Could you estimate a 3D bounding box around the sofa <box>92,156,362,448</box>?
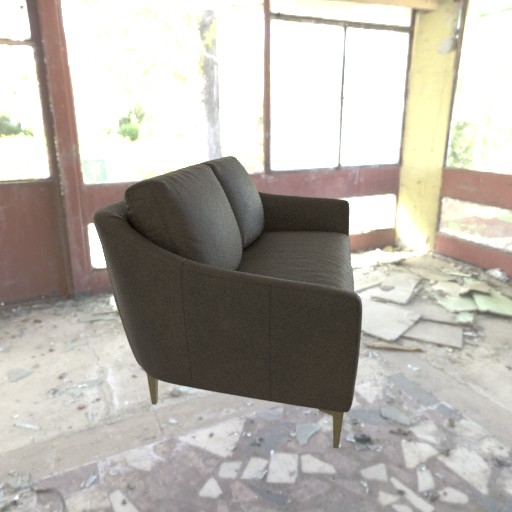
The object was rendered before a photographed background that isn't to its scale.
[{"bbox_3d":[0.000,0.000,2.201,0.960,0.902,1.619,3,17,10],"label":"sofa"}]
